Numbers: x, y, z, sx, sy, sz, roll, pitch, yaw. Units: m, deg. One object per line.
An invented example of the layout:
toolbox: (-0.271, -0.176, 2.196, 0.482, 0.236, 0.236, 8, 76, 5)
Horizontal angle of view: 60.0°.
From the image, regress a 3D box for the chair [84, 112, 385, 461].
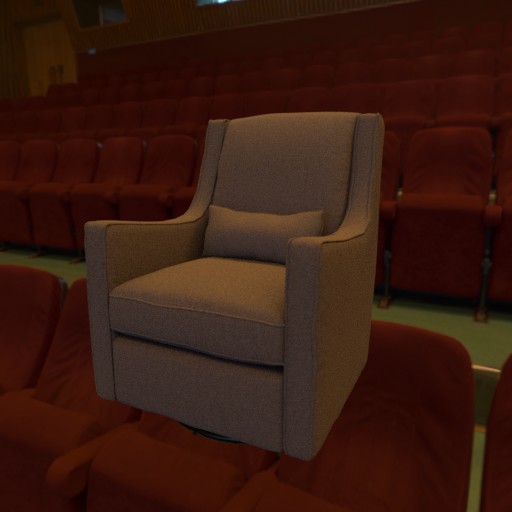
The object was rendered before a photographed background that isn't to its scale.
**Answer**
chair: (0.000, 0.000, 1.522, 0.732, 0.993, 0.879, 6, 14, 25)
